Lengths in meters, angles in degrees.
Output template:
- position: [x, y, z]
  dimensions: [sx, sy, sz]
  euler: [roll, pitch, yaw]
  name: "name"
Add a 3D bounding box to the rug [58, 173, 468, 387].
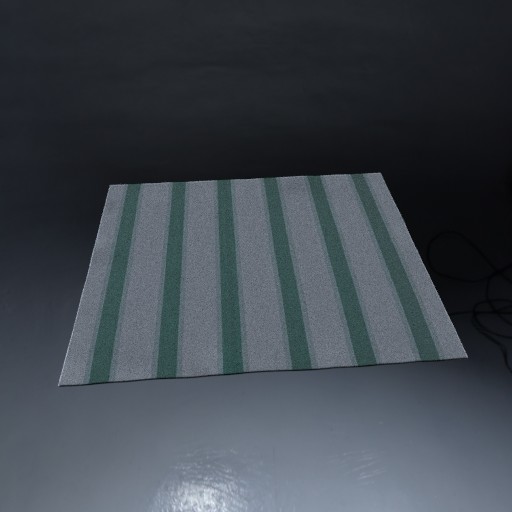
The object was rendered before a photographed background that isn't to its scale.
- position: [0.000, 0.000, 4.118]
  dimensions: [3.041, 0.019, 2.434]
  euler: [-3, 45, -3]
  name: "rug"
